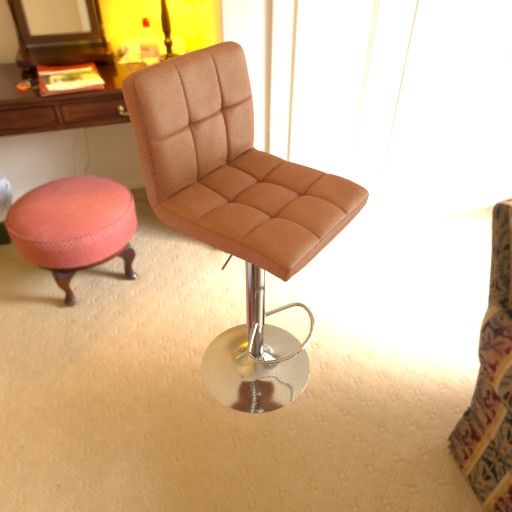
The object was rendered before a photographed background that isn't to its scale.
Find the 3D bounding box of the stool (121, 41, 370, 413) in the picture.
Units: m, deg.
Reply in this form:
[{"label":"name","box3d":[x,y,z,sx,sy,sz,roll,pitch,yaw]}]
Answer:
[{"label":"stool","box3d":[0.000,0.000,1.383,0.505,1.115,0.430,26,46,28]}]
